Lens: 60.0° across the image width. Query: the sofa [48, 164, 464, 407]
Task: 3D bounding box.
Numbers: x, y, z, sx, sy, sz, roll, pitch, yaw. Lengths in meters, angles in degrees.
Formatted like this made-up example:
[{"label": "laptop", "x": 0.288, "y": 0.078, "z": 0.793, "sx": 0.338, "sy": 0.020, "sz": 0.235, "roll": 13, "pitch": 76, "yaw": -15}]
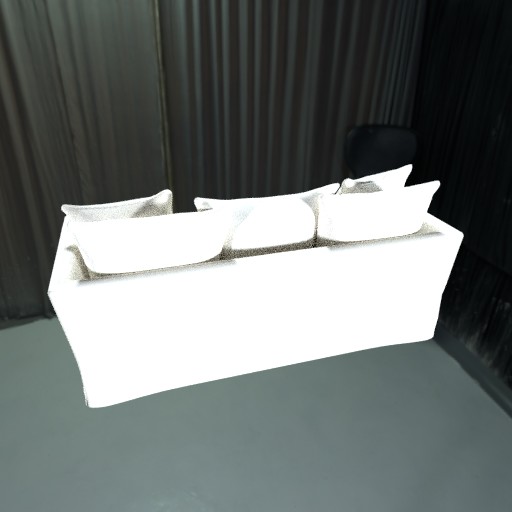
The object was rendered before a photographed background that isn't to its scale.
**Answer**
[{"label": "sofa", "x": 0.000, "y": 0.000, "z": 2.833, "sx": 2.290, "sy": 1.034, "sz": 1.031, "roll": -8, "pitch": 28, "yaw": -15}]
